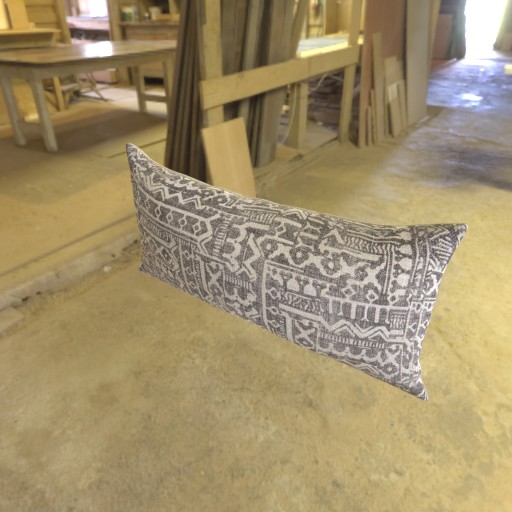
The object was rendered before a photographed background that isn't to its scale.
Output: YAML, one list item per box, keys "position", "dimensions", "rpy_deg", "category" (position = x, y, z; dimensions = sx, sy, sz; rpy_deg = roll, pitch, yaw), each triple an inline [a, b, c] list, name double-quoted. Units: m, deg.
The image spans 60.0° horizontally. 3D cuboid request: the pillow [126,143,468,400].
- position: [0.000, 0.000, 0.749]
  dimensions: [0.631, 0.290, 0.148]
  rpy_deg: [20, 35, 30]
  category: "pillow"
